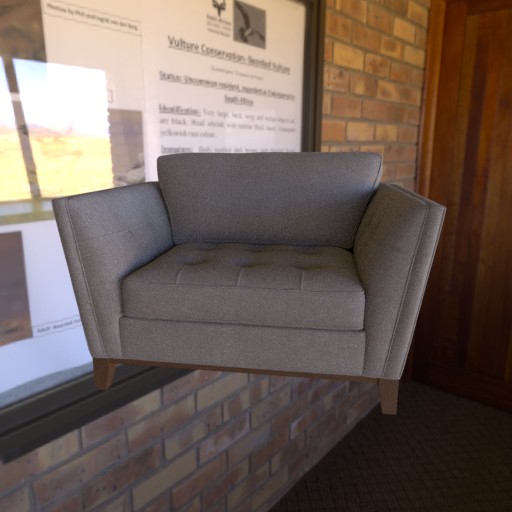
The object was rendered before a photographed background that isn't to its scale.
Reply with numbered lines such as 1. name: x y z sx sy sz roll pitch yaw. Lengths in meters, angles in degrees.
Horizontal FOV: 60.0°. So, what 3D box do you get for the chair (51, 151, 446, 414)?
1. chair: 0.000 0.000 2.065 1.396 0.942 0.965 2 14 8
